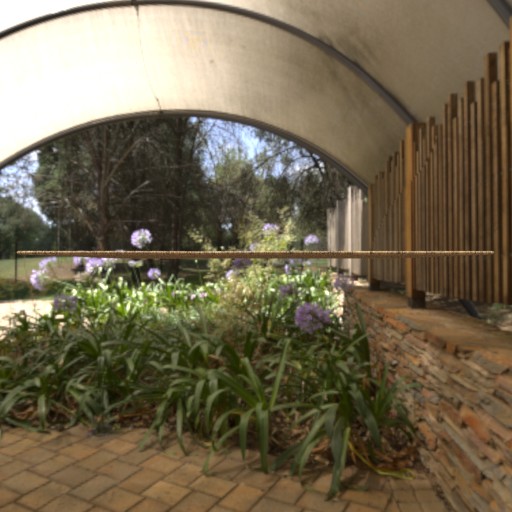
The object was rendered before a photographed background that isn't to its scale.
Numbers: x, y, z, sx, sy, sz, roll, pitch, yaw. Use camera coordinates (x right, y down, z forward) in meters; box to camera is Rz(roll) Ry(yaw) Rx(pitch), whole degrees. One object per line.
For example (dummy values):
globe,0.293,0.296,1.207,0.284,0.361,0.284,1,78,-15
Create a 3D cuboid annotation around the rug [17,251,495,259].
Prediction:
rug,0.000,0.000,2.321,1.846,0.014,1.243,0,-1,-1
